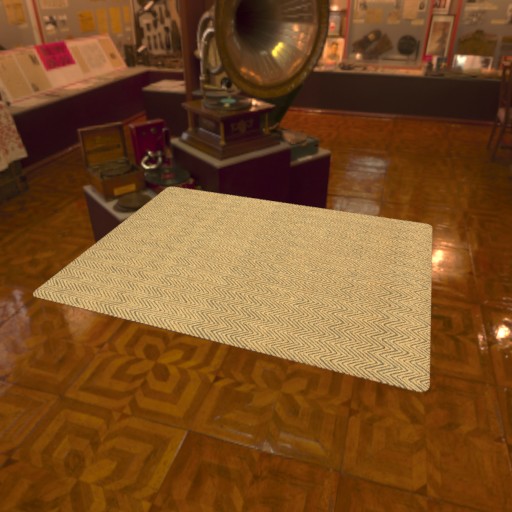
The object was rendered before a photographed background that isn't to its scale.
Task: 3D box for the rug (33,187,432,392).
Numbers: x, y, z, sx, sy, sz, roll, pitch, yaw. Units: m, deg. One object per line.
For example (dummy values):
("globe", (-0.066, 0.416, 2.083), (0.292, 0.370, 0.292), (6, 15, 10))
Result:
("rug", (0.000, 0.000, 4.276), (3.207, 0.014, 2.439), (10, 34, 16))
